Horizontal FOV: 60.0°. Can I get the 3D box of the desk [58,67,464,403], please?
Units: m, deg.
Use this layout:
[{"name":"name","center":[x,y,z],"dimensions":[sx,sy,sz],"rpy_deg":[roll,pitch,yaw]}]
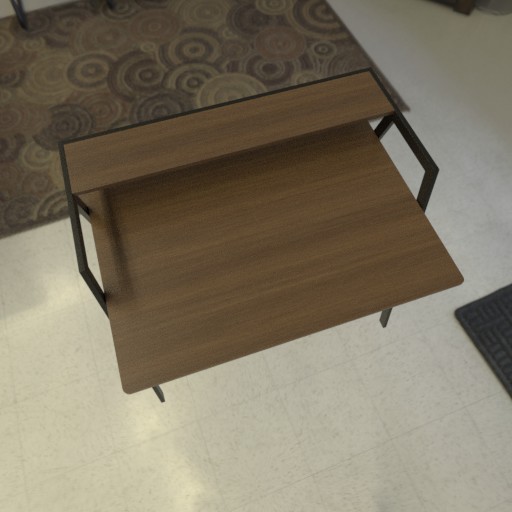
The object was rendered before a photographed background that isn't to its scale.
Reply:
[{"name":"desk","center":[0.000,0.000,1.833],"dimensions":[1.143,0.998,0.936],"rpy_deg":[-17,63,-9]}]
